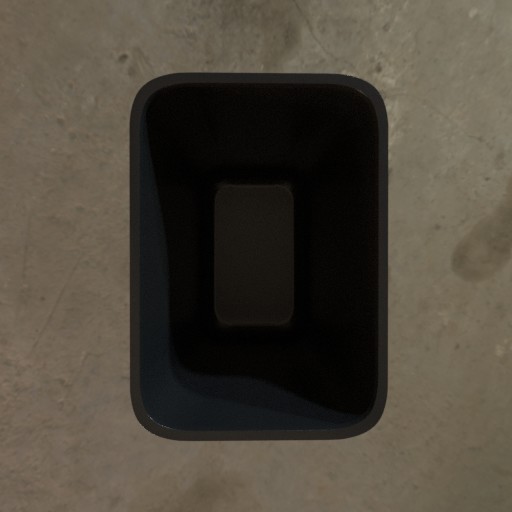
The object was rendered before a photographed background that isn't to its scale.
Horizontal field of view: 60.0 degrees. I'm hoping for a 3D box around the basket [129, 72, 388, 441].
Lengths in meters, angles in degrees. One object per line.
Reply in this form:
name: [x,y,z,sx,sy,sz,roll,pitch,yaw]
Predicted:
basket: [0.000,0.000,0.512,0.211,0.307,0.300,0,90,-1]
